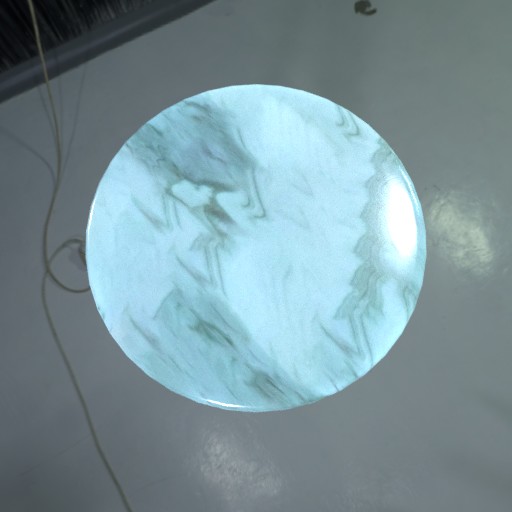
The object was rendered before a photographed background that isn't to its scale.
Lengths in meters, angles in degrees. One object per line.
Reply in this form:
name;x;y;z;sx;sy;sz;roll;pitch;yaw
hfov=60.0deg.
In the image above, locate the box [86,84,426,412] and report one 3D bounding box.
box;0.000;0.000;0.157;0.101;0.063;0.101;0;75;0
